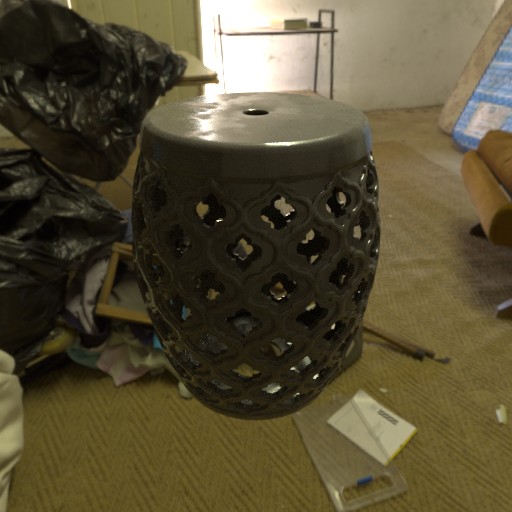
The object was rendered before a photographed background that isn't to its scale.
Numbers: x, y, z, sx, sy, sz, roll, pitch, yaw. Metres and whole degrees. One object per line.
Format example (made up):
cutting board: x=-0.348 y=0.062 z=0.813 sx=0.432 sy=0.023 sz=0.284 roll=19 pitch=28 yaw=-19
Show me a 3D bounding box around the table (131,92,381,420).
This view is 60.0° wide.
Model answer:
table: x=0.000 y=0.000 z=0.614 sx=0.325 sy=0.388 sz=0.325 roll=0 pitch=31 yaw=0
